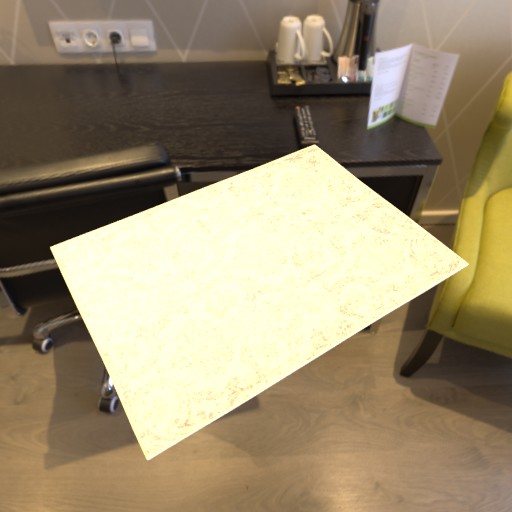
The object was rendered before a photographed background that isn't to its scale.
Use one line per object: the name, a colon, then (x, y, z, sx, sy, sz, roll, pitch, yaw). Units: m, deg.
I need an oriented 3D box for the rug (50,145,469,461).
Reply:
rug: (0.000, 0.000, 2.872, 2.202, 0.014, 1.598, -25, 52, -21)
